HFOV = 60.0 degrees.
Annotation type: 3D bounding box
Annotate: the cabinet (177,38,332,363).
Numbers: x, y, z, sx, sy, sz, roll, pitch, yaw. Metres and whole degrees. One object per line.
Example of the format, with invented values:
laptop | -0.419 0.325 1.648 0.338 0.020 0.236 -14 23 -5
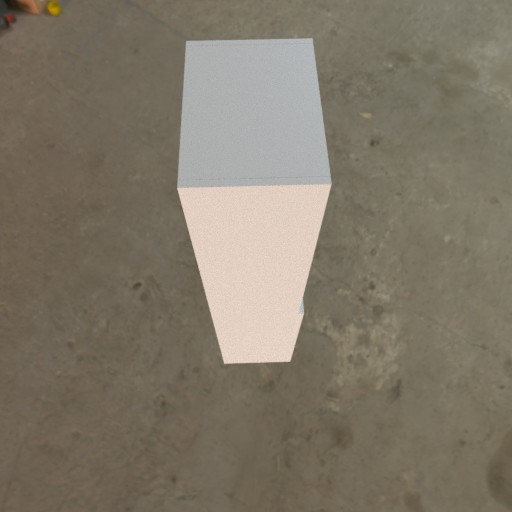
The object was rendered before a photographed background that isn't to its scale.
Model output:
cabinet | 0.000 0.000 1.503 0.300 1.350 0.400 -2 63 -1
